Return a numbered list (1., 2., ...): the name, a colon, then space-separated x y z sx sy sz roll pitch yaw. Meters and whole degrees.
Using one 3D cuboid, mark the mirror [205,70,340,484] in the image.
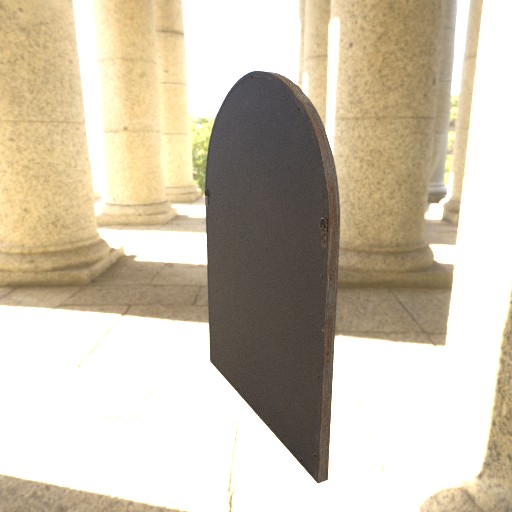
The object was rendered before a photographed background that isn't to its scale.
1. mirror: 0.000 0.000 1.185 0.032 0.920 0.660 -7 16 -27
